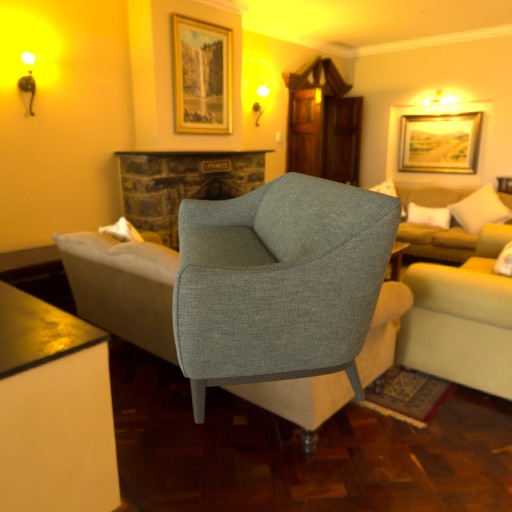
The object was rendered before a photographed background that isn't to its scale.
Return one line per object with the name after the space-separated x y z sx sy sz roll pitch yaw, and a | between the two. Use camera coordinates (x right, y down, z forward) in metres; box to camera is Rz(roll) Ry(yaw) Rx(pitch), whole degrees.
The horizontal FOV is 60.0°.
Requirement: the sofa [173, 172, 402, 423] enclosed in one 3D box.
0.000 0.000 2.457 0.867 0.829 1.928 -2 14 -9 | sofa
